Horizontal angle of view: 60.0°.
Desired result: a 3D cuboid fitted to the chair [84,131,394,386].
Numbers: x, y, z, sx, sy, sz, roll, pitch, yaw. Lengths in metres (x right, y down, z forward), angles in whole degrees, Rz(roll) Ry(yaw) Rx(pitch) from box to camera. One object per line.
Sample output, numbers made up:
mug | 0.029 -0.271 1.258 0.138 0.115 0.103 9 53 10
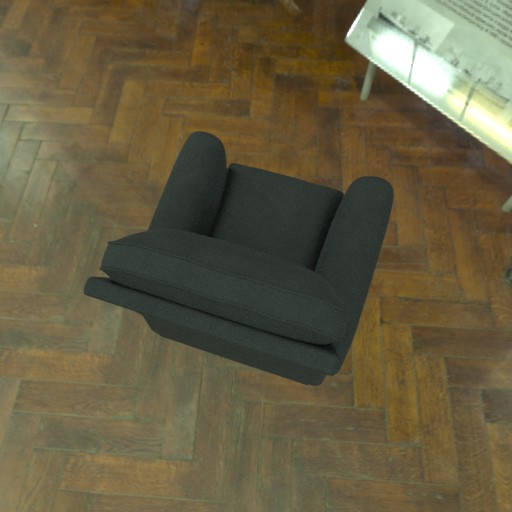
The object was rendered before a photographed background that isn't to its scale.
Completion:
chair | 0.000 0.000 1.681 0.890 0.961 0.878 17 64 8
